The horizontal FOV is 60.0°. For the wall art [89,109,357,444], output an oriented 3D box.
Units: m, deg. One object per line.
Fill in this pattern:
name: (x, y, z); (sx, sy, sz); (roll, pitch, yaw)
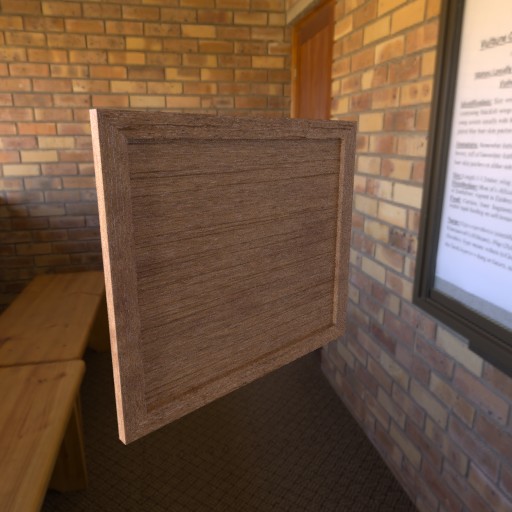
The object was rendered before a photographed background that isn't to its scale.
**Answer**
wall art: (0.000, 0.000, 0.980); (0.690, 0.588, 0.026); (-14, 20, -42)
